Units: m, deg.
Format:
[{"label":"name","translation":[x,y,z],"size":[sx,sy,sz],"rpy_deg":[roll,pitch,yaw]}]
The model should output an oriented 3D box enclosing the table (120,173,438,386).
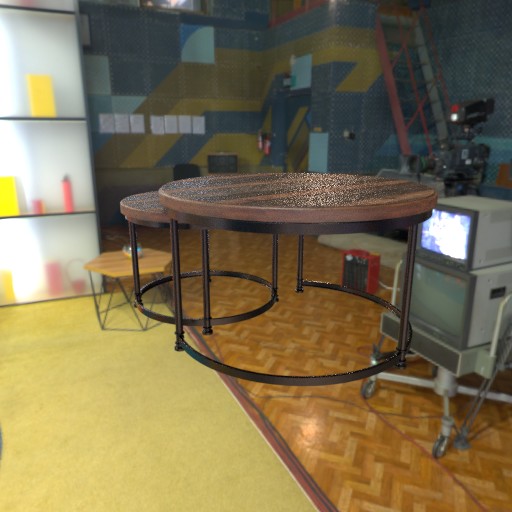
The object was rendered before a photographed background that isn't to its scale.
[{"label":"table","translation":[0.000,0.000,1.574],"size":[1.152,0.516,0.870],"rpy_deg":[8,18,25]}]
